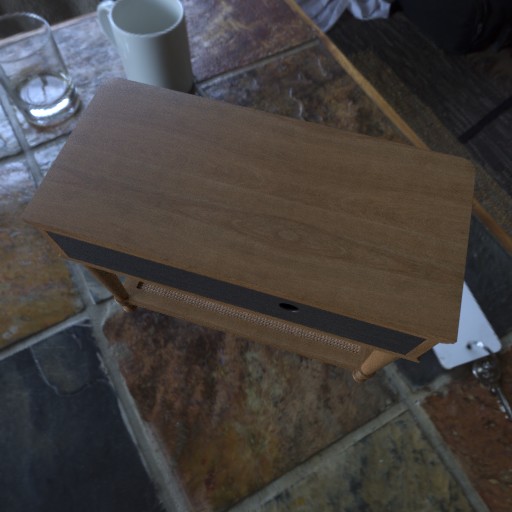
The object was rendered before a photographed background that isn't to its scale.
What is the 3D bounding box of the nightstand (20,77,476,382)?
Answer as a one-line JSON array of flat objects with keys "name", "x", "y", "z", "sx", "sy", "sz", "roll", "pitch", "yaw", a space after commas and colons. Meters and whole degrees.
[{"name": "nightstand", "x": 0.000, "y": 0.000, "z": 1.287, "sx": 0.914, "sy": 0.700, "sz": 0.432, "roll": 15, "pitch": 66, "yaw": 7}]
